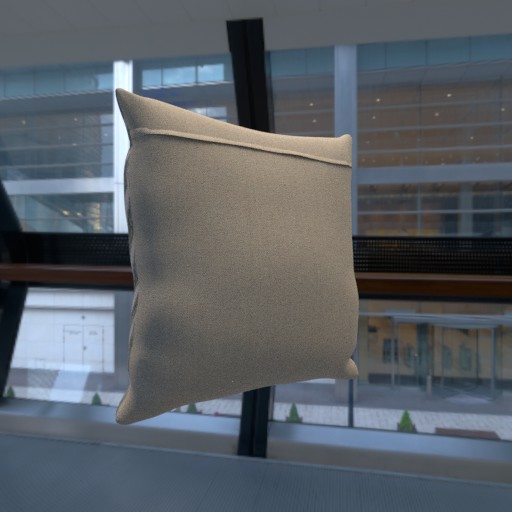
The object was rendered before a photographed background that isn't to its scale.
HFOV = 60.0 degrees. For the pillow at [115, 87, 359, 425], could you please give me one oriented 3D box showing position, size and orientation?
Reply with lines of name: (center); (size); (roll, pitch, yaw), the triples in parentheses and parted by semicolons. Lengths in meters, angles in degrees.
pillow: (0.000, 0.000, 0.687); (0.440, 0.441, 0.182); (0, 0, -35)
